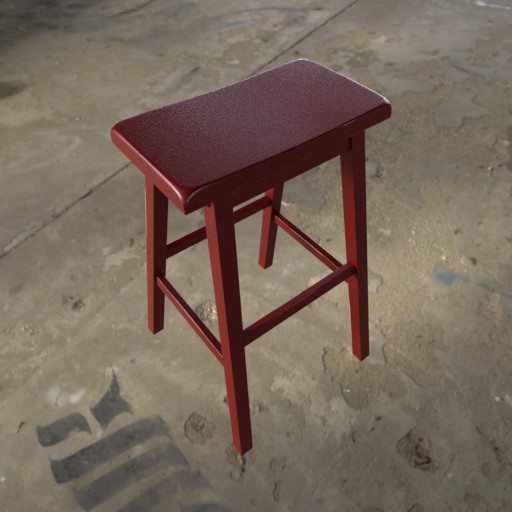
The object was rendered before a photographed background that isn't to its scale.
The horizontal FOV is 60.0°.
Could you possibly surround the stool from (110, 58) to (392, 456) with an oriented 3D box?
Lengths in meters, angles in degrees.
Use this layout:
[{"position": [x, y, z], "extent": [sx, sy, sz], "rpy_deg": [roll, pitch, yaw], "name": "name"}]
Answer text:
[{"position": [0.000, 0.000, 1.041], "extent": [0.457, 0.737, 0.476], "rpy_deg": [-30, 53, -25], "name": "stool"}]
